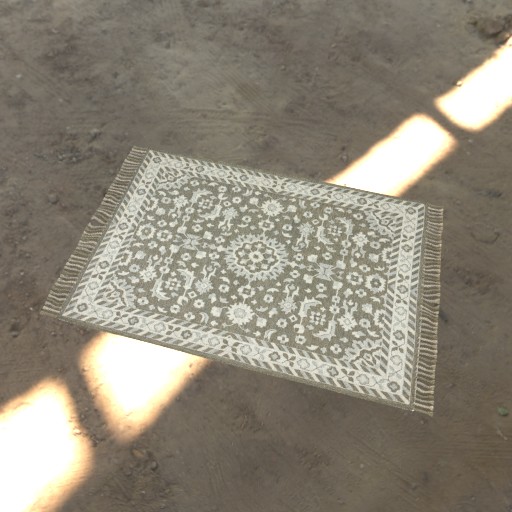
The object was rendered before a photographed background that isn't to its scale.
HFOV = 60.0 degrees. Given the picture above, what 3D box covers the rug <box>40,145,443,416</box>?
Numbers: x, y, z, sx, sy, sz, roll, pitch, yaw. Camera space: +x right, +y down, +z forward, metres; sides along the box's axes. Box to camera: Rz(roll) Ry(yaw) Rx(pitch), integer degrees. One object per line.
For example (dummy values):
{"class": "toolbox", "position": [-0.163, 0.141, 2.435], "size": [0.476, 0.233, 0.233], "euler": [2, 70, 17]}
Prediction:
{"class": "rug", "position": [0.000, 0.000, 2.997], "size": [2.431, 0.025, 1.530], "euler": [13, 59, 8]}
